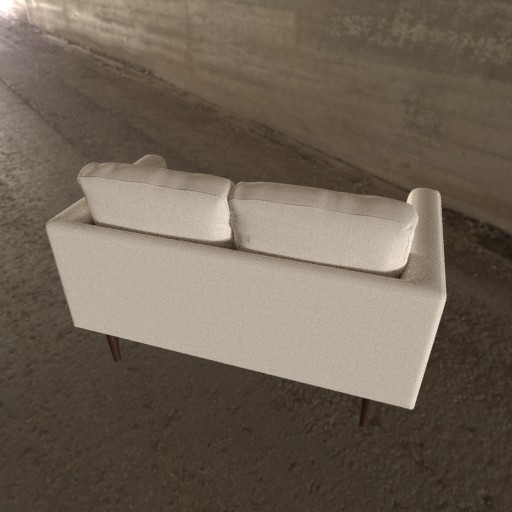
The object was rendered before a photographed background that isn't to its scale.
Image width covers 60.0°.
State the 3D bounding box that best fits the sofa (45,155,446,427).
[{"bbox_3d":[0.000,0.000,1.912,1.430,0.908,0.796,10,35,15],"label":"sofa"}]
